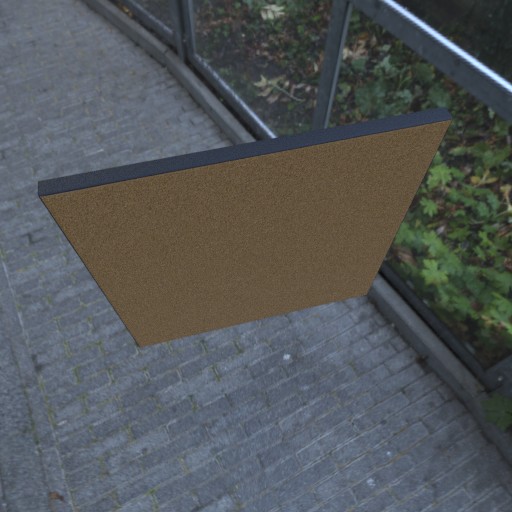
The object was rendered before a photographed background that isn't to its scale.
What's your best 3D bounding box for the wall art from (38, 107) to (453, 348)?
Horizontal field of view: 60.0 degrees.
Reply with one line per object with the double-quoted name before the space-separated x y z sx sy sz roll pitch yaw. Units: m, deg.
"wall art" 0.000 0.000 0.671 0.456 0.453 0.022 -12 60 -7
